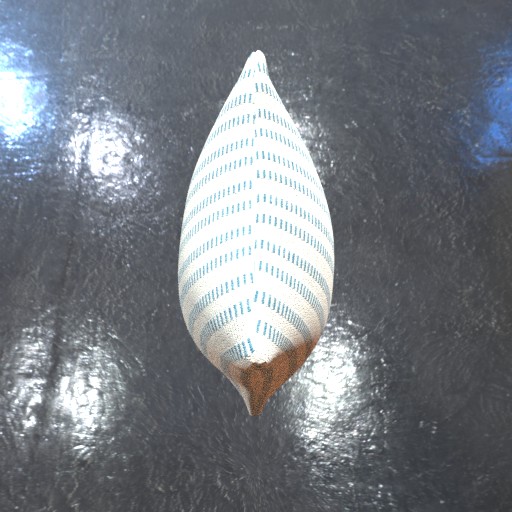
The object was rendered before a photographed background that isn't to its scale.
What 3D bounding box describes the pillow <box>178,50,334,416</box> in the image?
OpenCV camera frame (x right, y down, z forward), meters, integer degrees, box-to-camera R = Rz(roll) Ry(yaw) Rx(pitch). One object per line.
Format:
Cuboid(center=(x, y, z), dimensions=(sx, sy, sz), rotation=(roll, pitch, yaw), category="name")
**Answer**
Cuboid(center=(0.000, 0.000, 0.702), dimensions=(0.247, 0.419, 0.438), rotation=(0, 64, 0), category="pillow")
